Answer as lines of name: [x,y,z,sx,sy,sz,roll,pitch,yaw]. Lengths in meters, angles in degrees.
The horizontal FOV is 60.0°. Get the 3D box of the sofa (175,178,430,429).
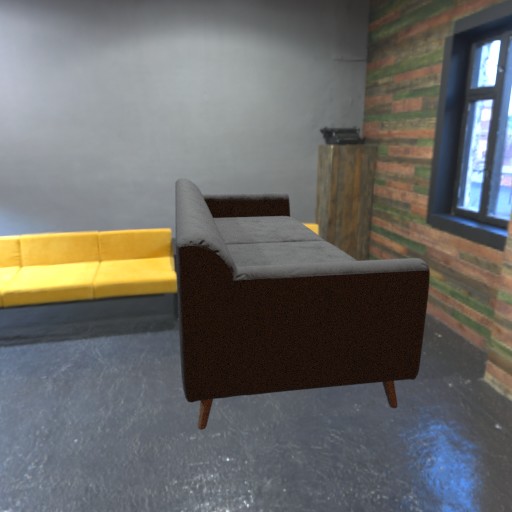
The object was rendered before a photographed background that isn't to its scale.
sofa: [0.000,0.000,2.590,0.900,0.740,2.190,-3,15,-10]
